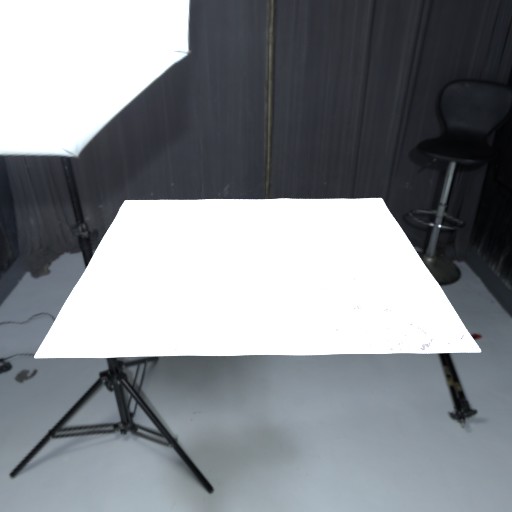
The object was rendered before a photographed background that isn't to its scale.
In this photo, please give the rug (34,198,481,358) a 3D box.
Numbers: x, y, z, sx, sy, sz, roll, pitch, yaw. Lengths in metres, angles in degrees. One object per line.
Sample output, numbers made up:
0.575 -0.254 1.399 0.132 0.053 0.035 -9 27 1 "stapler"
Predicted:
0.000 0.000 0.866 0.639 0.006 0.548 -1 31 -1 "rug"
